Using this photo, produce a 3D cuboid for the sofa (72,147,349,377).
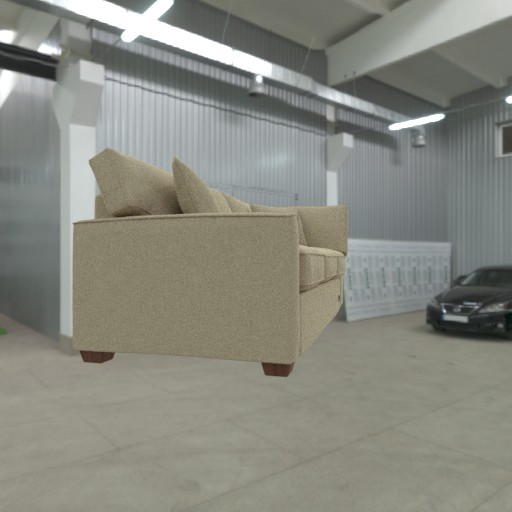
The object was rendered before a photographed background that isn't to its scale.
[{"bbox_3d":[0.000,0.000,2.925,1.061,0.962,2.317,0,0,16],"label":"sofa"}]
